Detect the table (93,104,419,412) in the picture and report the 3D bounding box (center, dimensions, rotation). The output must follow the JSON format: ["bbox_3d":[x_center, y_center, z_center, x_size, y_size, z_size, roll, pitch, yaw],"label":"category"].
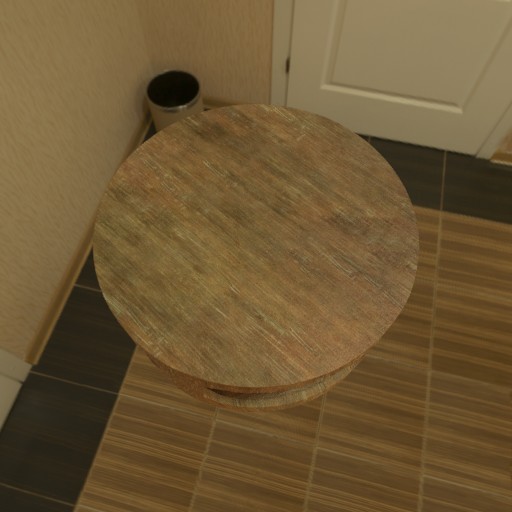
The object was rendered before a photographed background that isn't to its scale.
[{"bbox_3d":[0.000,0.000,1.541,0.974,0.450,0.974,0,63,0],"label":"table"}]
